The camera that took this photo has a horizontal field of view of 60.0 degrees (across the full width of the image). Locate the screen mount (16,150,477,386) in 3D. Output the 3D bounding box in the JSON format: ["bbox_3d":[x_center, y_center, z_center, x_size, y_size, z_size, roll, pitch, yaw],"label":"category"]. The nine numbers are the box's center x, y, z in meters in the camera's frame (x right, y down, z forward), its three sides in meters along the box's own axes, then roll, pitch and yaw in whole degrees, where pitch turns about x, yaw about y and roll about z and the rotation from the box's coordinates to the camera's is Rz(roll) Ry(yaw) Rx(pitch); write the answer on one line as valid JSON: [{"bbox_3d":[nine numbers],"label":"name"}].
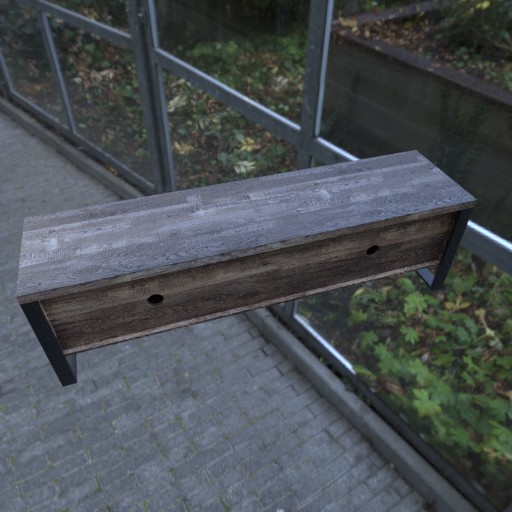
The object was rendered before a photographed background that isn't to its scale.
[{"bbox_3d":[0.000,0.000,1.689,1.524,0.450,0.395,-12,43,-13],"label":"screen mount"}]
